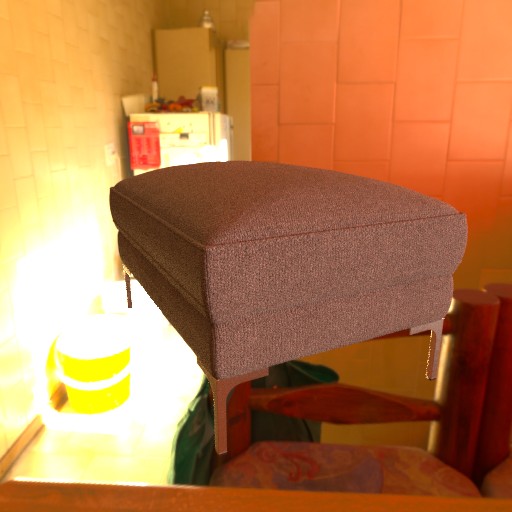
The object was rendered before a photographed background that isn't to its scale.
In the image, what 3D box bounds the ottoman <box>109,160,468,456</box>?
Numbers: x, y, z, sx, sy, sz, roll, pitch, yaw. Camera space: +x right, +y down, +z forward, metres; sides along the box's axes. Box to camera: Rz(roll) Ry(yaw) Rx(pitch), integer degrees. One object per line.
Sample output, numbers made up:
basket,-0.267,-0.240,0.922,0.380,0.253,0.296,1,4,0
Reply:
ottoman,0.000,0.000,1.146,0.583,0.464,0.785,-8,18,-26
